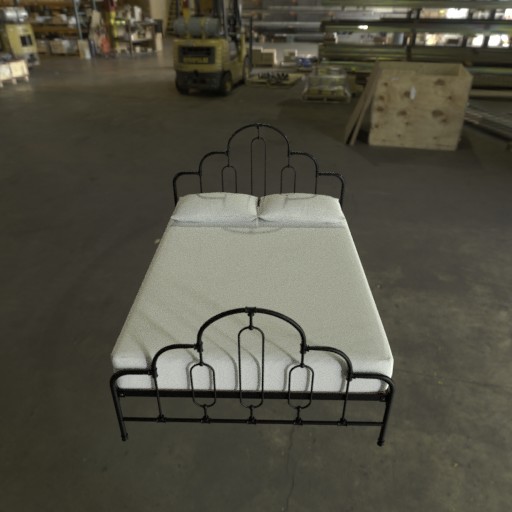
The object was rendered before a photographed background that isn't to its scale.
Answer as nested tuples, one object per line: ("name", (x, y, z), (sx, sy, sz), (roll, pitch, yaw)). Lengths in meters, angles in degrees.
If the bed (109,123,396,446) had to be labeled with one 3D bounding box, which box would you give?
("bed", (0.000, 0.000, 3.316), (1.626, 1.444, 2.181), (1, 30, 1))
